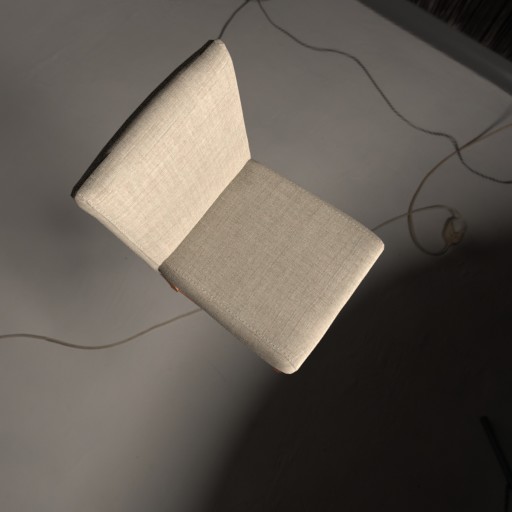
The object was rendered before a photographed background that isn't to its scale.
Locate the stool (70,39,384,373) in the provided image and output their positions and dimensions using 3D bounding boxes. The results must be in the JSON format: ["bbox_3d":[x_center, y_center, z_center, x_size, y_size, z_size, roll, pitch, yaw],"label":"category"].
[{"bbox_3d":[0.000,0.000,1.303,0.567,1.039,0.454,36,78,9],"label":"stool"}]
